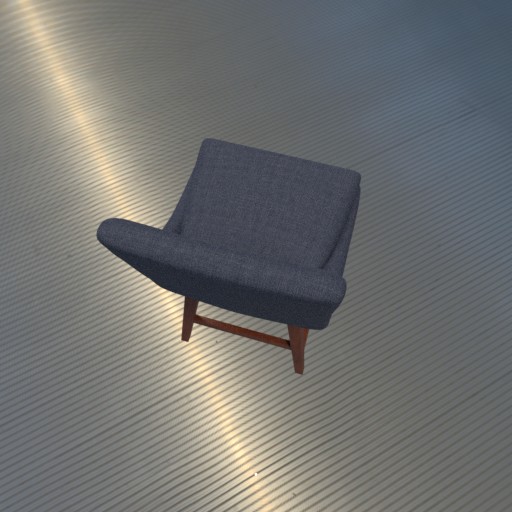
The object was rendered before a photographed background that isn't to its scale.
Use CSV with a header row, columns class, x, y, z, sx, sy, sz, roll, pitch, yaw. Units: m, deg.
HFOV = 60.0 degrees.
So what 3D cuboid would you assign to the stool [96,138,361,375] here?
class,x,y,z,sx,sy,sz,roll,pitch,yaw
stool,0.000,0.000,1.198,0.467,0.895,0.524,14,65,7
